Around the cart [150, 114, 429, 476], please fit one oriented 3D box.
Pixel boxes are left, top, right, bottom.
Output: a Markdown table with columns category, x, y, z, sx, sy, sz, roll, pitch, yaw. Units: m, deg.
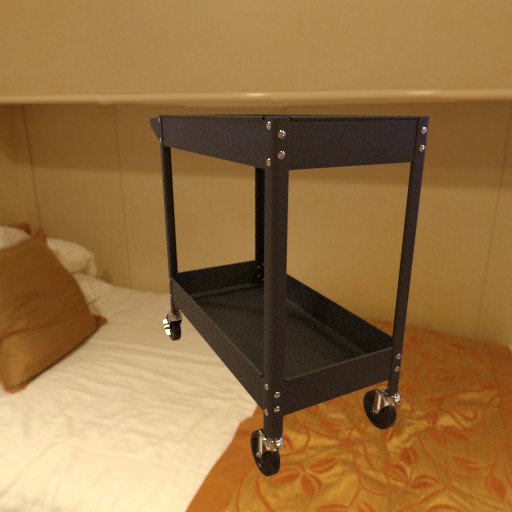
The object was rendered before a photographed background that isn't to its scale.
| category | x | y | z | sx | sy | sz | roll | pitch | yaw |
| --- | --- | --- | --- | --- | --- | --- | --- | --- | --- |
| cart | 0.000 | 0.000 | 1.184 | 0.366 | 0.719 | 0.779 | -9 | 20 | -26 |
